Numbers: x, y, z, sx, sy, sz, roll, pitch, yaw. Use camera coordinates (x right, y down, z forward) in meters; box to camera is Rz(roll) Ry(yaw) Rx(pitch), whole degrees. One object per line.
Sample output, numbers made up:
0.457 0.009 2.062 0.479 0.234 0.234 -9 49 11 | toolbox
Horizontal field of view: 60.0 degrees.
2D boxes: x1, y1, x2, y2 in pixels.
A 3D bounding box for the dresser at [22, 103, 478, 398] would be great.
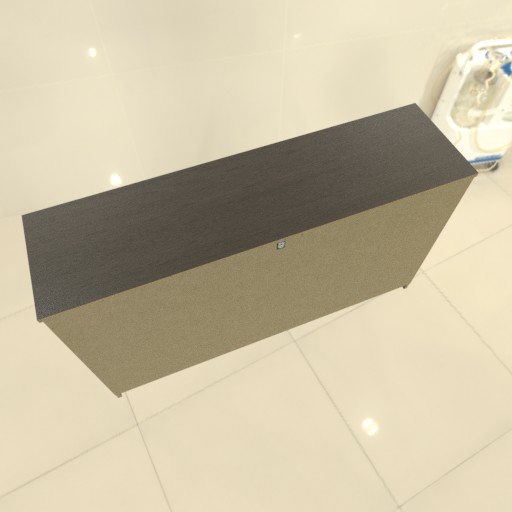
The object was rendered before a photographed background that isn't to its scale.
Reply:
0.000 0.000 1.682 1.360 0.755 0.401 -19 59 -12 | dresser
